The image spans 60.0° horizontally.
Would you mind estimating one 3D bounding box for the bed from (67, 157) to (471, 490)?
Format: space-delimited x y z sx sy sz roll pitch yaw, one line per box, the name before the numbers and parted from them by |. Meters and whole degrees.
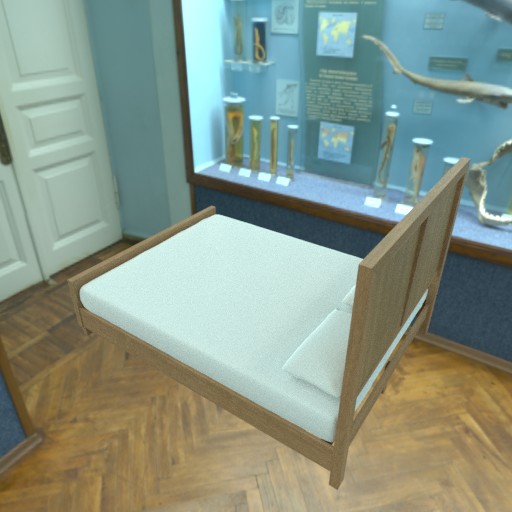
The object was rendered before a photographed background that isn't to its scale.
bed | 0.000 0.000 3.119 2.184 1.387 1.606 19 35 30
